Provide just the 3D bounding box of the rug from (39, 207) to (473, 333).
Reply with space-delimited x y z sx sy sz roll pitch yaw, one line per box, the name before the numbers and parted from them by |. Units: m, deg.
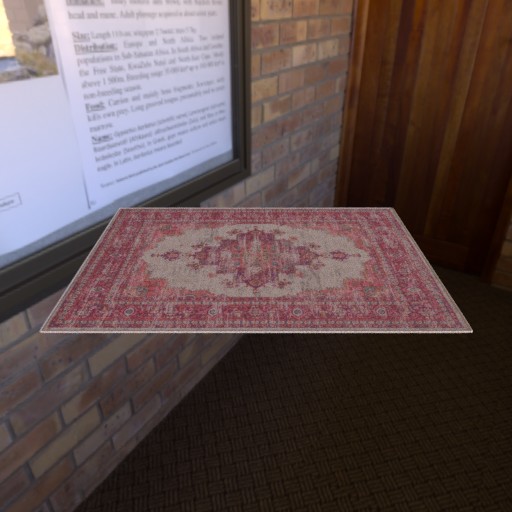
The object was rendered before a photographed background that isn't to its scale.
rug | 0.000 0.000 3.794 2.878 0.014 2.005 0 30 0
